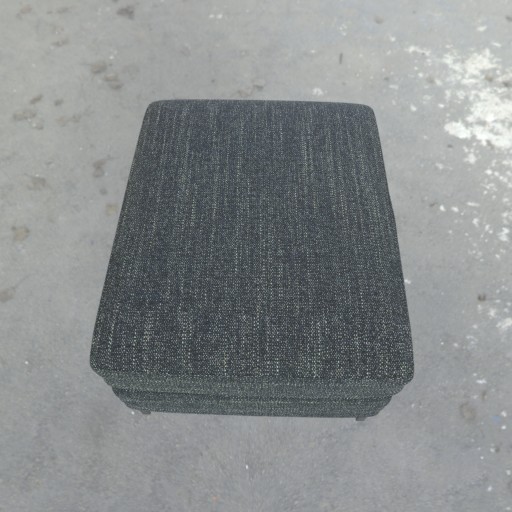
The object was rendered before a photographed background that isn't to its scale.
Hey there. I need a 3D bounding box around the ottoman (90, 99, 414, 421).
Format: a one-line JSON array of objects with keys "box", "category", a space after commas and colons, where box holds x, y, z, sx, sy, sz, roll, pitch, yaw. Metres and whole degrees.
[{"box": [0.000, 0.000, 1.230, 0.667, 0.491, 0.814, 1, 59, 1], "category": "ottoman"}]
